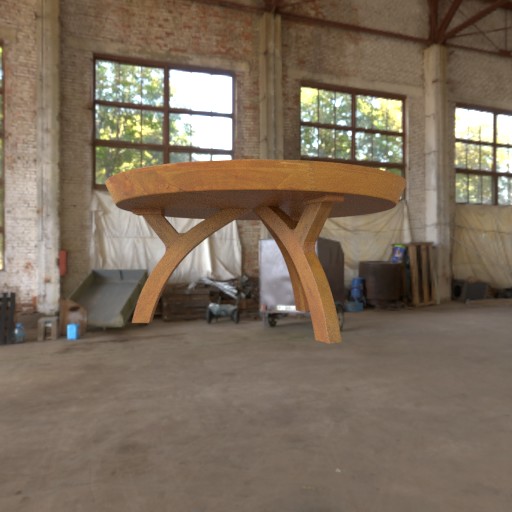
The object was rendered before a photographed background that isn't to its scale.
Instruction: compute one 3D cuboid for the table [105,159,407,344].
[{"bbox_3d":[0.000,0.000,1.574,1.016,0.470,1.016,0,0,0],"label":"table"}]
